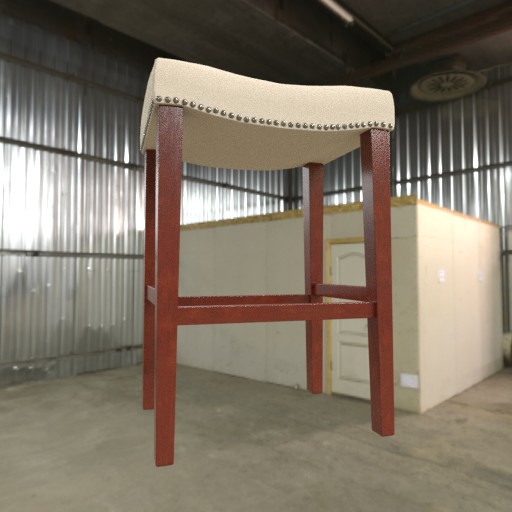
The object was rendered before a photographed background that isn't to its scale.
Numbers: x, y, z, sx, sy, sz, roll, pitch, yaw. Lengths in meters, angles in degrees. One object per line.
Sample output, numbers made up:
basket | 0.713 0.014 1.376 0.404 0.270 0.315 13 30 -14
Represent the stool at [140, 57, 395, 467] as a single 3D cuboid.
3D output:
stool | 0.000 0.000 1.017 0.504 0.742 0.372 1 -2 -18
